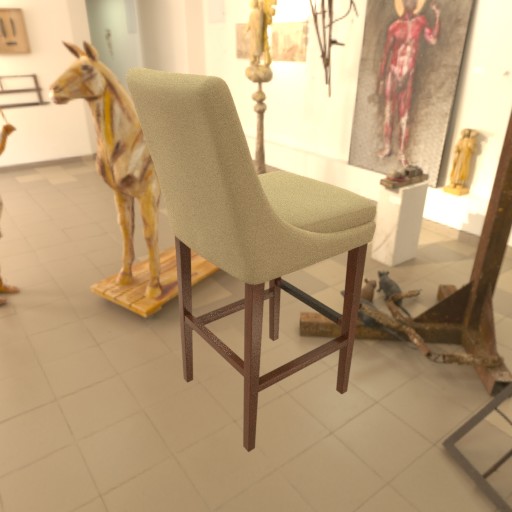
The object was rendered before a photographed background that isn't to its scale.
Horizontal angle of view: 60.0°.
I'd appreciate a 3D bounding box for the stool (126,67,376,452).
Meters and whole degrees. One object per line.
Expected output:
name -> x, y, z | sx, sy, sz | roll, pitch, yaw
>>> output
stool -> 0.000, 0.000, 1.374 | 0.577, 1.078, 0.470 | -18, 32, -33
